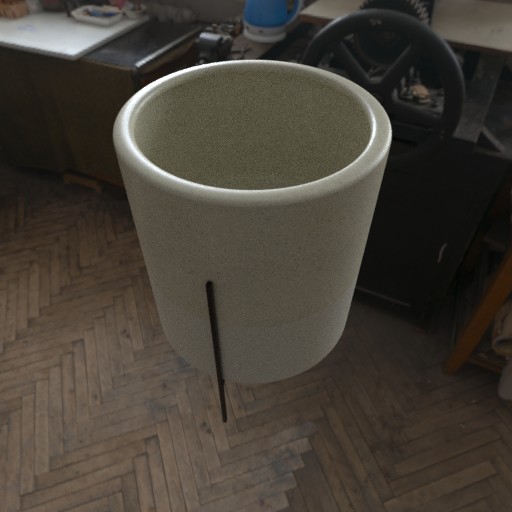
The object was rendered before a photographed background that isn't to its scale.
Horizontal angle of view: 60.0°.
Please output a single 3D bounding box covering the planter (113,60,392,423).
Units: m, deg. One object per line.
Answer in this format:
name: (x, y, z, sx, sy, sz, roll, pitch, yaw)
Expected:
planter: (0.000, 0.000, 0.697, 0.333, 0.483, 0.324, -9, 47, -9)
